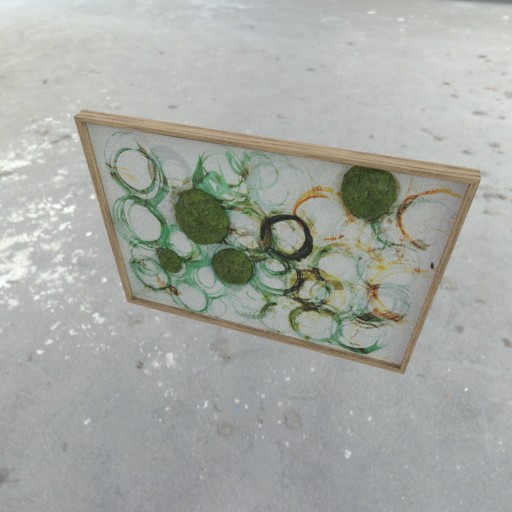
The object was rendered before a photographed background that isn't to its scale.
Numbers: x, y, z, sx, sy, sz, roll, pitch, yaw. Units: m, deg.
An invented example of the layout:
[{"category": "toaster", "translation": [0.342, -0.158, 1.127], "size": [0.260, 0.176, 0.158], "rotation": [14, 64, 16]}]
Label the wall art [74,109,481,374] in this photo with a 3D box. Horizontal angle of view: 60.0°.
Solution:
[{"category": "wall art", "translation": [0.000, 0.000, 1.090], "size": [0.841, 0.609, 0.063], "rotation": [12, 43, 13]}]
